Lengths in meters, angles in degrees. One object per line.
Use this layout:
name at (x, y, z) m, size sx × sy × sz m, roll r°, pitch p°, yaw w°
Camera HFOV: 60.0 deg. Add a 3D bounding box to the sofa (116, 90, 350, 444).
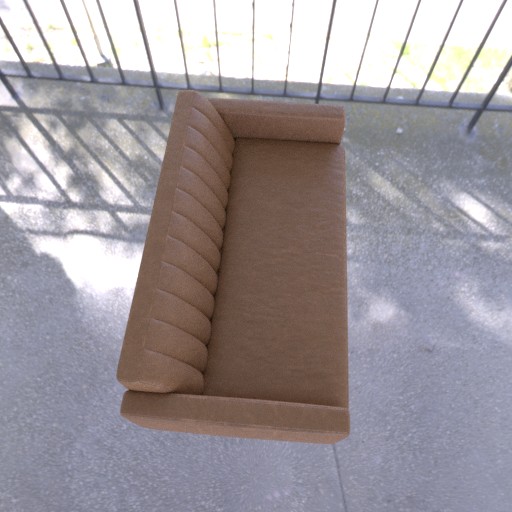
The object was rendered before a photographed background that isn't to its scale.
sofa at (0.000, 0.000, 2.431) m, size 0.993 × 0.821 × 1.847 m, roll 4°, pitch 63°, yaw 2°
